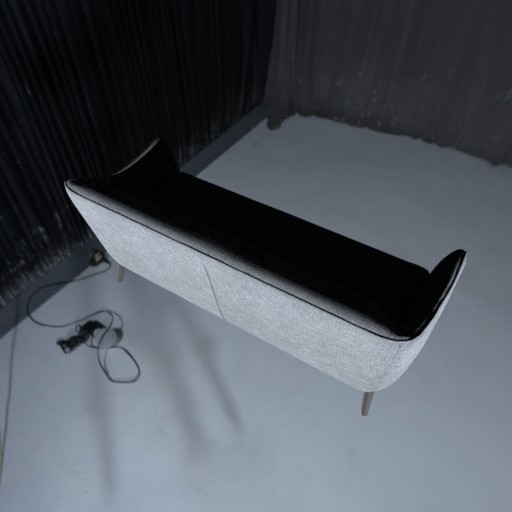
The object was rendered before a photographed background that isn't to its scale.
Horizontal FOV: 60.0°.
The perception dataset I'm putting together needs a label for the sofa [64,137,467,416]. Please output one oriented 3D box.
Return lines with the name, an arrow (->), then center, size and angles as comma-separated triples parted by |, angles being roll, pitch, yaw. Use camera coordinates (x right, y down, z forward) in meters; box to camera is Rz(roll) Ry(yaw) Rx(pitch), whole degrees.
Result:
sofa -> 0.000, 0.000, 2.388 | 1.928, 0.829, 0.867 | 24, 52, 21
